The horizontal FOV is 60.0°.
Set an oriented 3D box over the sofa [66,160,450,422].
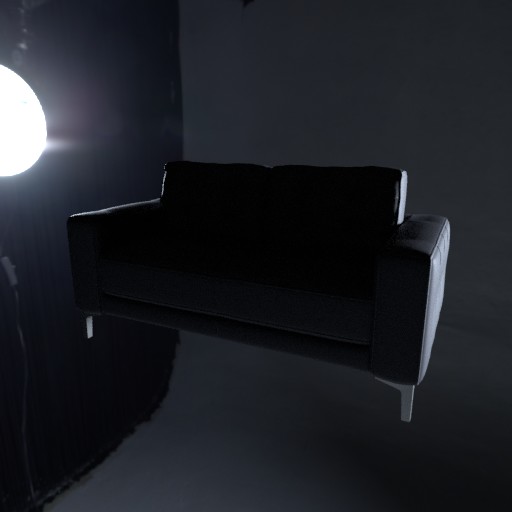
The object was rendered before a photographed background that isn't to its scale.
[{"bbox_3d":[0.000,0.000,2.207,1.726,0.893,0.833,7,17,25],"label":"sofa"}]
